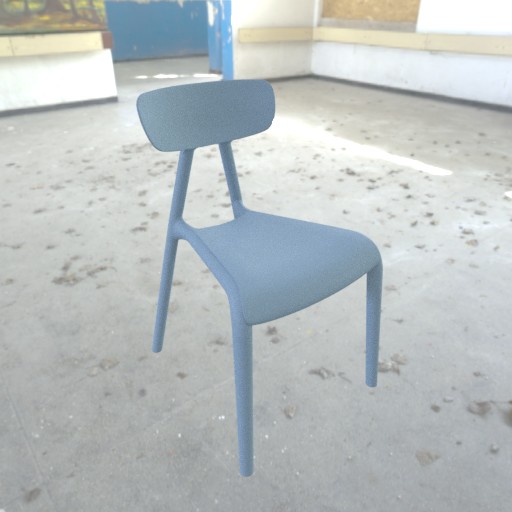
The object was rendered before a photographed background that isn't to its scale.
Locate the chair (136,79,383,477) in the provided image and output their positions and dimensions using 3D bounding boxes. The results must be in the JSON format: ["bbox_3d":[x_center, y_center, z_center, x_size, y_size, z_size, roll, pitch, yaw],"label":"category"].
[{"bbox_3d":[0.000,0.000,0.846,0.356,0.580,0.401,-21,36,-32],"label":"chair"}]
